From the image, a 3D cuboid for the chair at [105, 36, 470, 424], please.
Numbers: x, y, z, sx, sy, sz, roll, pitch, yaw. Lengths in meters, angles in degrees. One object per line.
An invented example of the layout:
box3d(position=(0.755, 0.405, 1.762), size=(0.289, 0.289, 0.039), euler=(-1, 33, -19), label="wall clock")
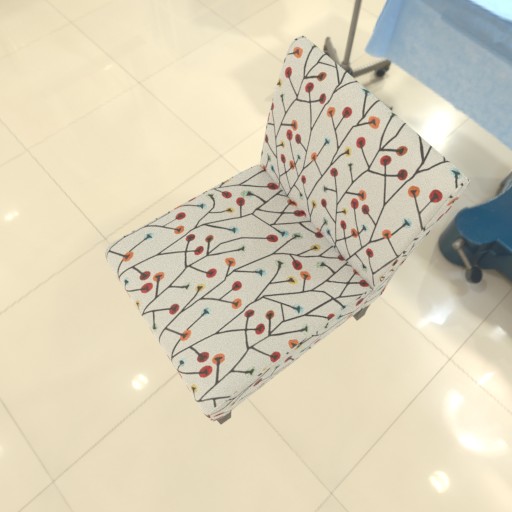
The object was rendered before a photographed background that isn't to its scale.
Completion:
box3d(position=(0.000, 0.000, 1.304), size=(0.732, 0.813, 0.597), euler=(-33, 68, -15), label="chair")
